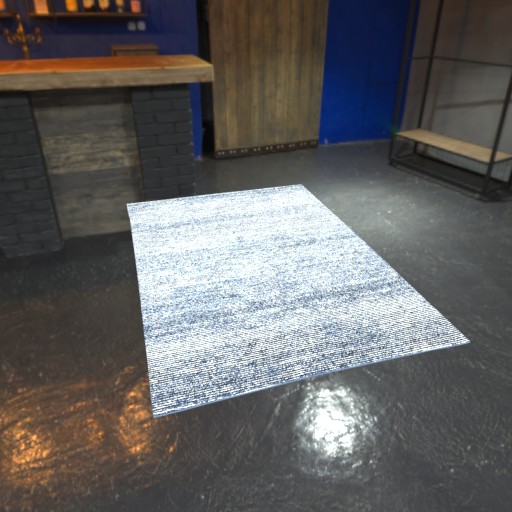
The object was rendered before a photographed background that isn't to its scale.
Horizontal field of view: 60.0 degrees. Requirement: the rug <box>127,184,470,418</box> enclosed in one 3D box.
[{"bbox_3d":[0.000,0.000,3.053,1.624,0.030,2.349,-9,31,-14],"label":"rug"}]
